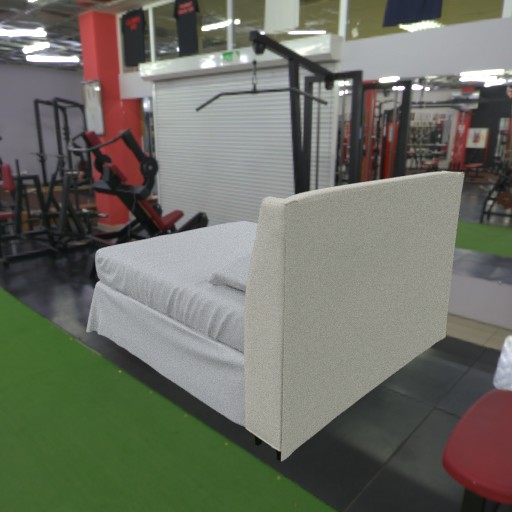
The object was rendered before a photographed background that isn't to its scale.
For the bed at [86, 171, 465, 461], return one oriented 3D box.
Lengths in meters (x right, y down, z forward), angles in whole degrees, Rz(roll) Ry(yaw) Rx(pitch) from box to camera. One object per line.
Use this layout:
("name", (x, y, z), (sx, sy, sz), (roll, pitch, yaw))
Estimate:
("bed", (0.000, 0.000, 3.400), (1.925, 1.332, 2.276), (-15, 22, -43))
